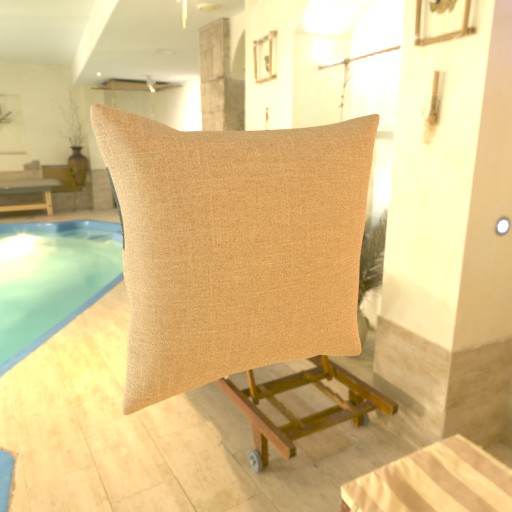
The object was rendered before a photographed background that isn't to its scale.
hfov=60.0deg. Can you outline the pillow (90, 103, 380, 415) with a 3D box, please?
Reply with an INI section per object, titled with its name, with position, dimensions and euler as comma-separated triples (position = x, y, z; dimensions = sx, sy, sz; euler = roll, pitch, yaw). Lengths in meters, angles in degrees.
[pillow]
position = 0.000, 0.000, 0.633
dimensions = 0.414, 0.399, 0.173
euler = -7, 16, -25
